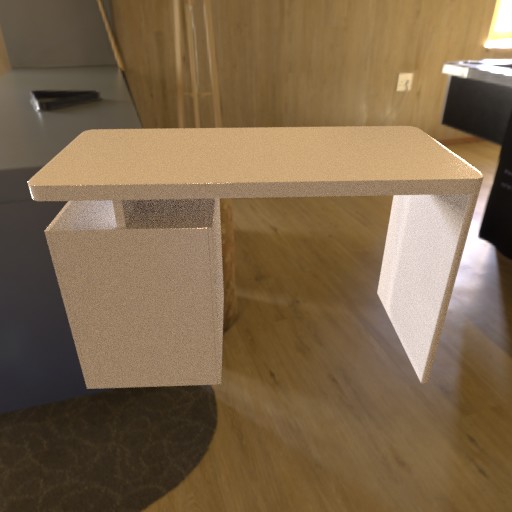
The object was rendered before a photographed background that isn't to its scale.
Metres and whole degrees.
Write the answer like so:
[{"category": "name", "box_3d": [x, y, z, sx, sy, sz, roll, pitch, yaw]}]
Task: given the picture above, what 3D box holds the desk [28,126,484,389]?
[{"category": "desk", "box_3d": [0.000, 0.000, 1.565, 1.200, 0.760, 0.550, -1, 30, -2]}]
